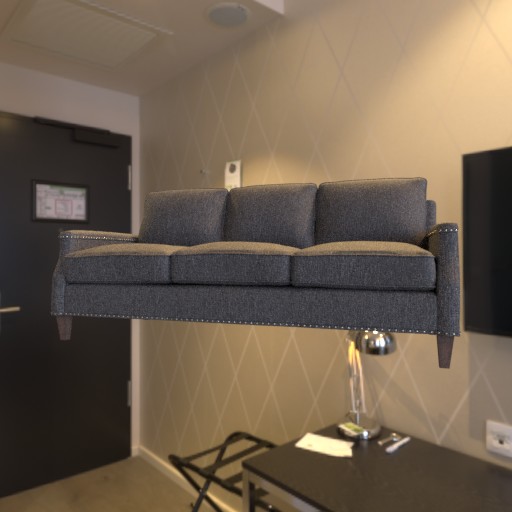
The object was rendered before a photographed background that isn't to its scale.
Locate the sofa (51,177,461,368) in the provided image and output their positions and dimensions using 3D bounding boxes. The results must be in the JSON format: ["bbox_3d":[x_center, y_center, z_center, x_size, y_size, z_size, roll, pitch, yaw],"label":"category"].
[{"bbox_3d":[0.000,0.000,2.778,2.246,1.003,1.084,0,0,18],"label":"sofa"}]
